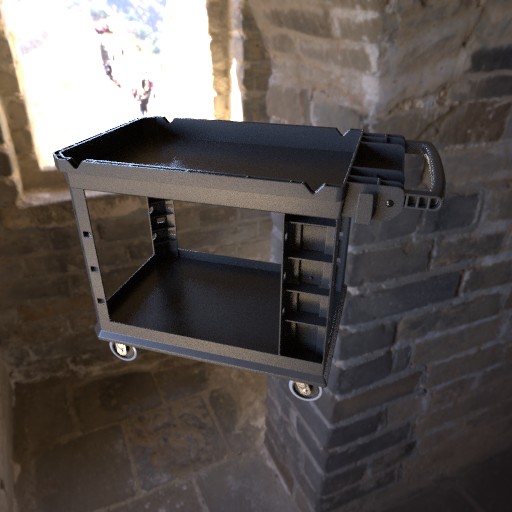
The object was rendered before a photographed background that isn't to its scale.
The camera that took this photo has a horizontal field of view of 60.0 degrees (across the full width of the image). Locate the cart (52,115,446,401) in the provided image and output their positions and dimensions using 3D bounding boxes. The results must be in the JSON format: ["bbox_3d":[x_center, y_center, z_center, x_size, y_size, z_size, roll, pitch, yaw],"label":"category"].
[{"bbox_3d":[0.000,0.000,1.754,1.239,0.884,0.674,8,30,14],"label":"cart"}]
